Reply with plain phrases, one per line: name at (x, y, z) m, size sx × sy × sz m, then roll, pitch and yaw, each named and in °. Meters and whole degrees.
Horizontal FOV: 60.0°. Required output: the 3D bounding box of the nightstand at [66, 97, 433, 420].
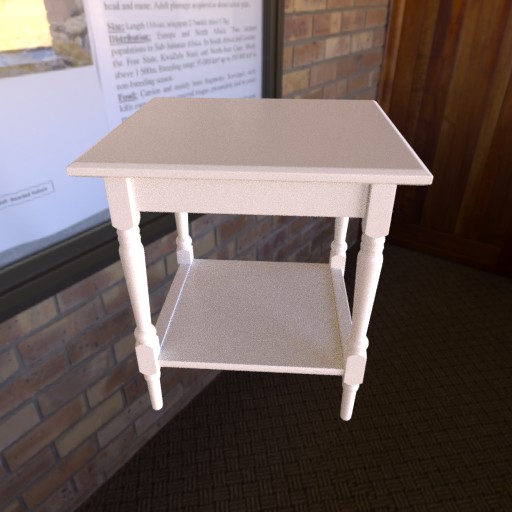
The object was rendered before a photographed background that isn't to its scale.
nightstand at (0.000, 0.000, 0.942) m, size 0.505 × 0.555 × 0.459 m, roll 2°, pitch 31°, yaw 3°
